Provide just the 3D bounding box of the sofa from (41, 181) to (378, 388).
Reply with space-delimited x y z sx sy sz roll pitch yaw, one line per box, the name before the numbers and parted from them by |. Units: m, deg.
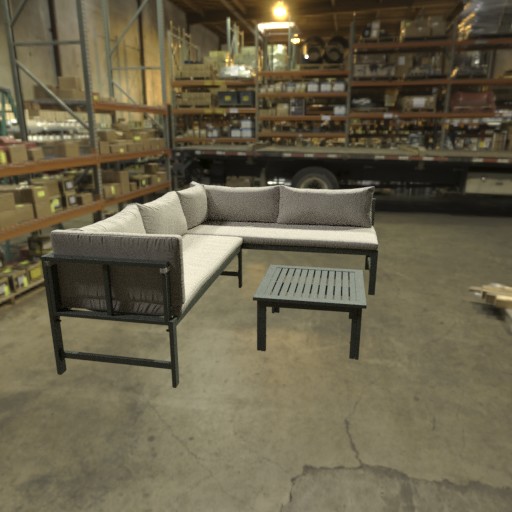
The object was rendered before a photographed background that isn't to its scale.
sofa | 0.000 0.000 2.980 1.658 0.758 2.096 3 17 11
